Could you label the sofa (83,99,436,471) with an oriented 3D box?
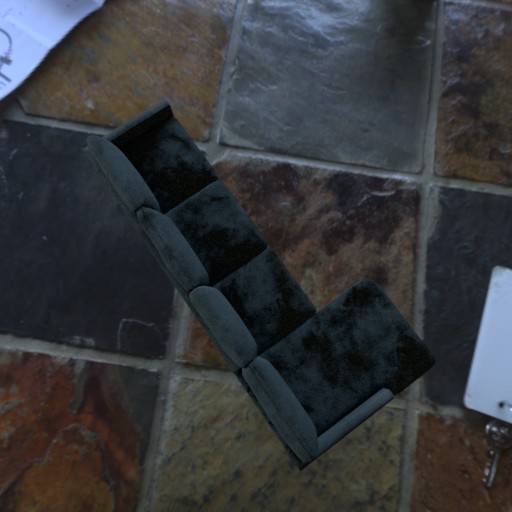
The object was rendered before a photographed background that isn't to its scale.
[{"bbox_3d":[0.000,0.000,4.082,1.500,0.967,3.400,-35,80,-7],"label":"sofa"}]
